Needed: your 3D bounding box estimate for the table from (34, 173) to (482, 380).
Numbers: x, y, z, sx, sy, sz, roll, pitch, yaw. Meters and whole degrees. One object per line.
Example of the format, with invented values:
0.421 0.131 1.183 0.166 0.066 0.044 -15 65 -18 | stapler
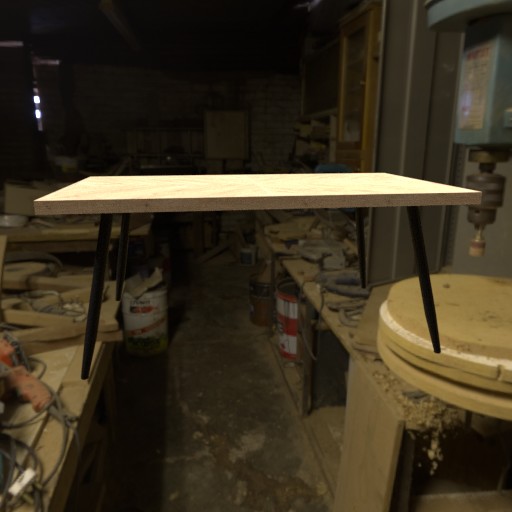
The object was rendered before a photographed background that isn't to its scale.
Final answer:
0.000 0.000 2.335 1.803 0.762 0.991 -2 15 -8 | table
